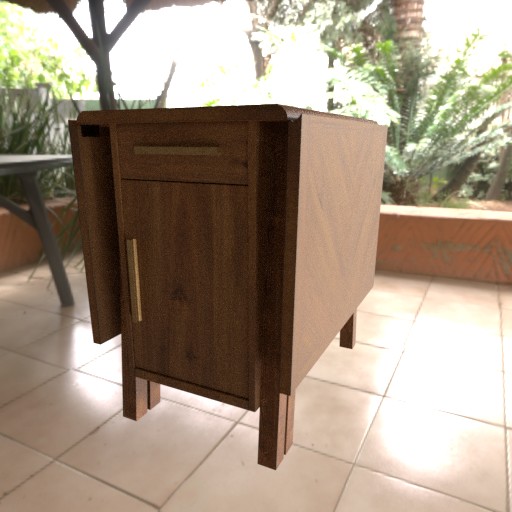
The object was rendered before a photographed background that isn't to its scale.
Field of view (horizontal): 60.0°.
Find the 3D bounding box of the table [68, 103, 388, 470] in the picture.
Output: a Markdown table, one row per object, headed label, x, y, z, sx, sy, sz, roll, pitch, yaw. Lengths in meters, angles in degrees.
| label | x | y | z | sx | sy | sz | roll | pitch | yaw |
| --- | --- | --- | --- | --- | --- | --- | --- | --- | --- |
| table | 0.000 | 0.000 | 1.632 | 0.701 | 0.981 | 0.967 | 7 | 16 | 26 |
